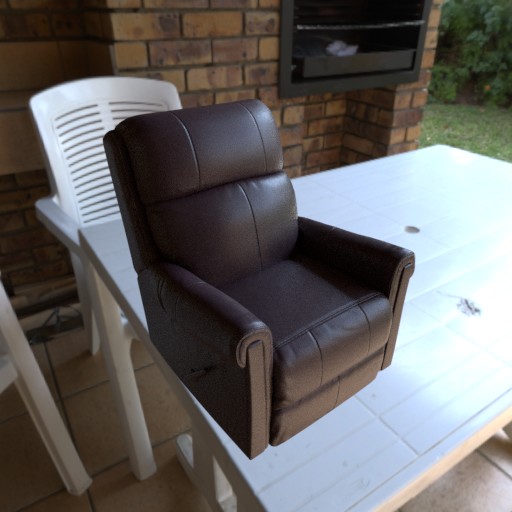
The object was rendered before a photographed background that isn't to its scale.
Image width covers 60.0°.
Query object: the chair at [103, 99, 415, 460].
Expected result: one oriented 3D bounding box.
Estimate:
[{"bbox_3d":[0.000,0.000,1.778,0.838,1.054,1.014,-21,35,-32],"label":"chair"}]
